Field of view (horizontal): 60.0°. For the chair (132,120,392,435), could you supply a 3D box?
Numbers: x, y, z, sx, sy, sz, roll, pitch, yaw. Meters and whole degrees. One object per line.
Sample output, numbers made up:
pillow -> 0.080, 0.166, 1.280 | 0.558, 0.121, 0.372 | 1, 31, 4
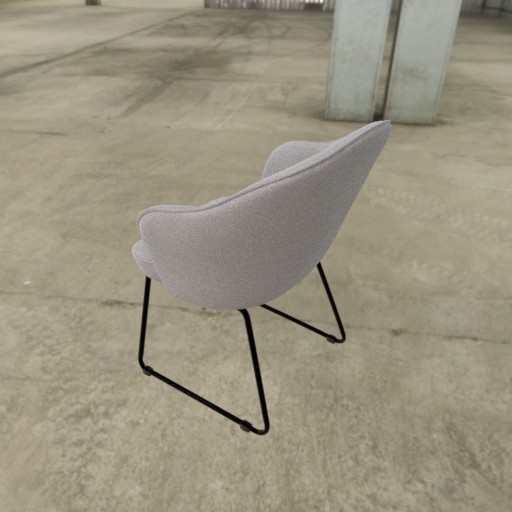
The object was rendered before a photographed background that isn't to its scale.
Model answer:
chair -> 0.000, 0.000, 1.221 | 0.592, 0.817, 0.570 | 21, 38, 30
